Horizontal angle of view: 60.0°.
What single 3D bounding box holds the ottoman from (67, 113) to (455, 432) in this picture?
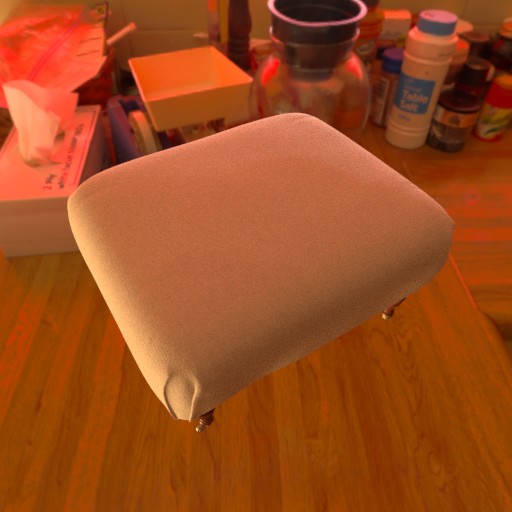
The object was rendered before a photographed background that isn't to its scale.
[{"bbox_3d":[0.000,0.000,1.117,0.746,0.450,0.622,-25,51,-22],"label":"ottoman"}]
